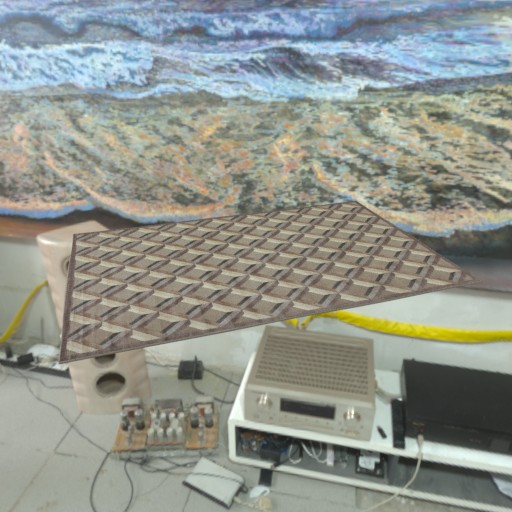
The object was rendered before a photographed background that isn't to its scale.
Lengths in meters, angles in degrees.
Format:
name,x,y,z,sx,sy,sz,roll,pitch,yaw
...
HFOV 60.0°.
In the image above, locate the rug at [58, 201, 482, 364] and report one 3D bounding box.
name,x,y,z,sx,sy,sz,roll,pitch,yaw
rug,0.000,0.000,2.094,1.677,0.011,1.066,-8,28,-16
